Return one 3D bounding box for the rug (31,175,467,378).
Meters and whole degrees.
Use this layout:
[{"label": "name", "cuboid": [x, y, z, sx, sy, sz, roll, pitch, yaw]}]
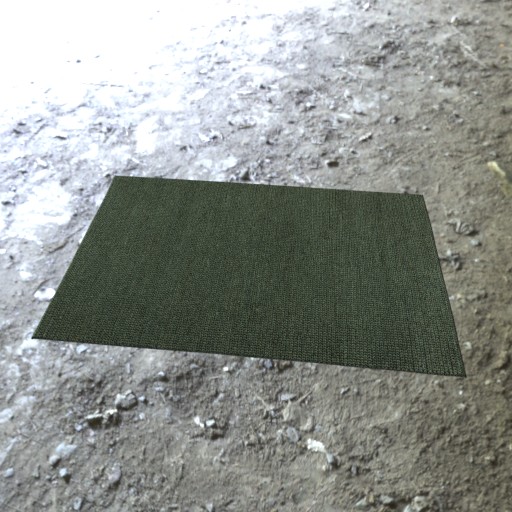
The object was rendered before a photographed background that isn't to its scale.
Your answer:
[{"label": "rug", "cuboid": [0.000, 0.000, 2.974, 2.443, 0.021, 1.538, 4, 48, 4]}]
